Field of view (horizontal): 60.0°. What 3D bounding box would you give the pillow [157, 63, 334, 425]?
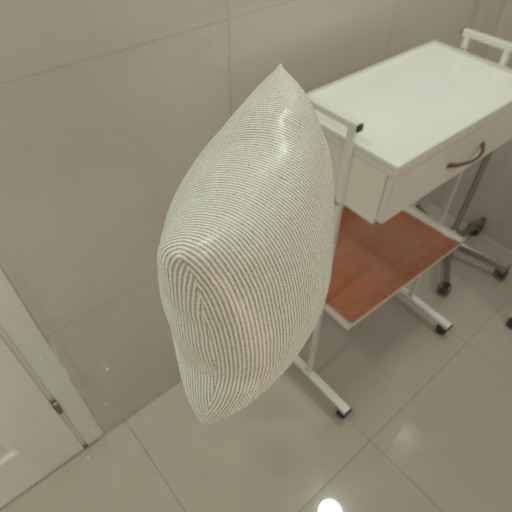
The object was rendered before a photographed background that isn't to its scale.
[{"bbox_3d":[0.000,0.000,0.704,0.387,0.432,0.310,-32,54,-27],"label":"pillow"}]
